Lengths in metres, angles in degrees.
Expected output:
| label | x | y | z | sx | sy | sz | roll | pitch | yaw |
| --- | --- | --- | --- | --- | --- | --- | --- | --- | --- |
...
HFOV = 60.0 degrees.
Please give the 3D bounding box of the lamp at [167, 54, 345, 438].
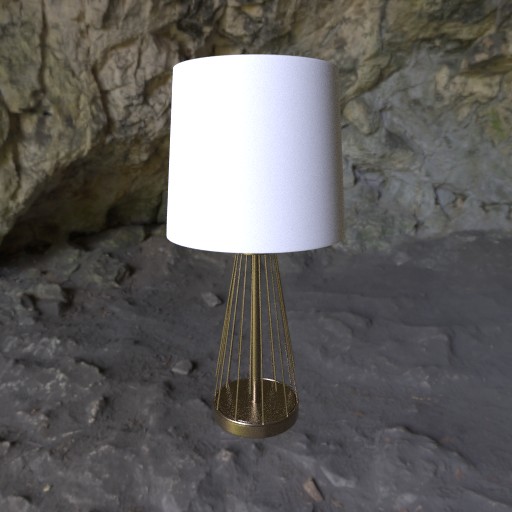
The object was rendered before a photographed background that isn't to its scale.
| label | x | y | z | sx | sy | sz | roll | pitch | yaw |
| --- | --- | --- | --- | --- | --- | --- | --- | --- | --- |
| lamp | 0.000 | 0.000 | 0.777 | 0.303 | 0.618 | 0.303 | 0 | 14 | 0 |
